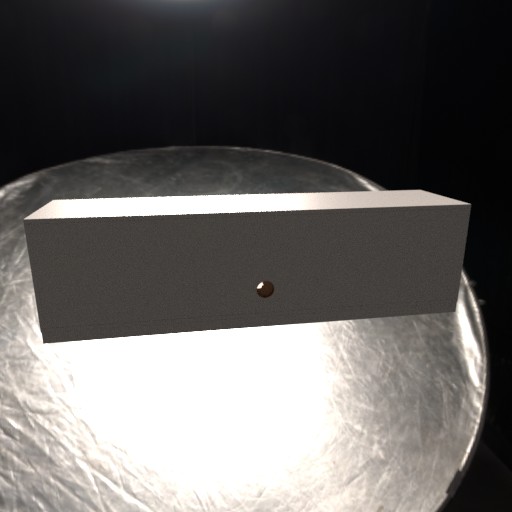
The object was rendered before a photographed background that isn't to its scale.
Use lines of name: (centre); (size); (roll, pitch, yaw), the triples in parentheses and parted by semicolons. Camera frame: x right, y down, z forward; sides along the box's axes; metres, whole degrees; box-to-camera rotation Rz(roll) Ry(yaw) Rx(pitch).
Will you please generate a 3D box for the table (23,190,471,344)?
table: (0.000, 0.000, 1.767); (1.550, 0.440, 0.400); (-3, 17, -9)
